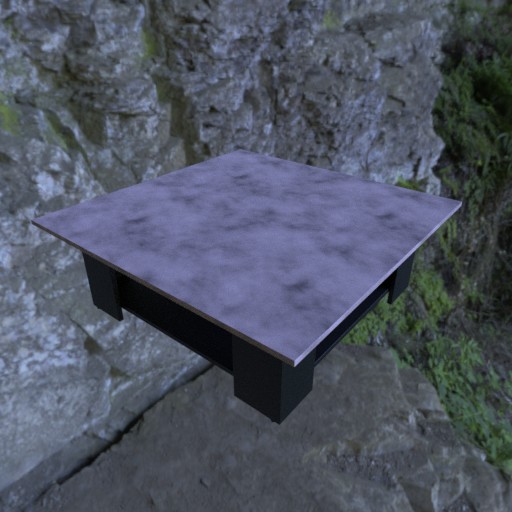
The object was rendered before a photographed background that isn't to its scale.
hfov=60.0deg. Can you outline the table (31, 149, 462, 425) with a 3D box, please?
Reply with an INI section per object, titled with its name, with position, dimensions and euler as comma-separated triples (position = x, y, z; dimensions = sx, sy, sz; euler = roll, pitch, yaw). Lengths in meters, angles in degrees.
[table]
position = 0.000, 0.000, 1.363
dimensions = 0.890, 0.305, 0.890
euler = 22, 36, 33
